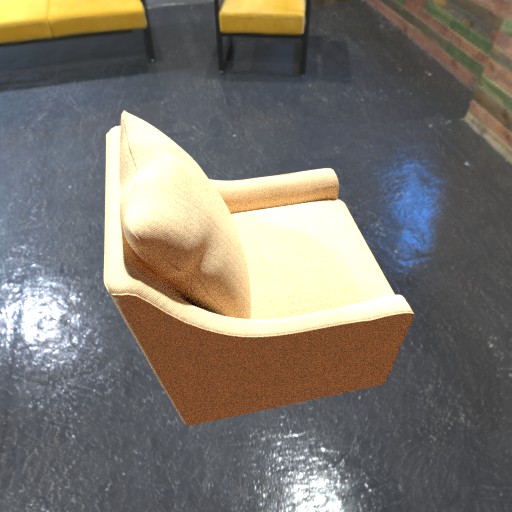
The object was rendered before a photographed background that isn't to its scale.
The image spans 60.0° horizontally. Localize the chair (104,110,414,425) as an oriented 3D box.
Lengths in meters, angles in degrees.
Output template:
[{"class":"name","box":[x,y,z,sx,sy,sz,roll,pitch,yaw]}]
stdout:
[{"class":"chair","box":[0.000,0.000,1.581,0.876,0.927,0.760,-9,48,-8]}]
